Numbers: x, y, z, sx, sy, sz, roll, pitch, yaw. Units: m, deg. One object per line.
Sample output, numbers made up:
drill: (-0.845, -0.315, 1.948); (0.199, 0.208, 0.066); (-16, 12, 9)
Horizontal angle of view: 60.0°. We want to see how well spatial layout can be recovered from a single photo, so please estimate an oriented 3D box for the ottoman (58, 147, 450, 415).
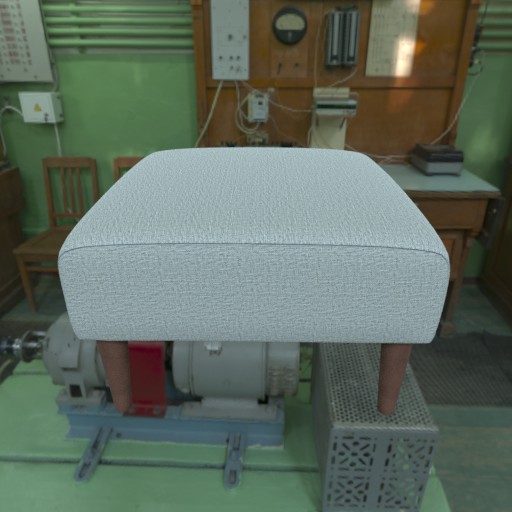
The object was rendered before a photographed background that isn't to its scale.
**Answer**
ottoman: (0.000, 0.000, 1.036); (0.649, 0.398, 0.650); (0, 26, 1)
